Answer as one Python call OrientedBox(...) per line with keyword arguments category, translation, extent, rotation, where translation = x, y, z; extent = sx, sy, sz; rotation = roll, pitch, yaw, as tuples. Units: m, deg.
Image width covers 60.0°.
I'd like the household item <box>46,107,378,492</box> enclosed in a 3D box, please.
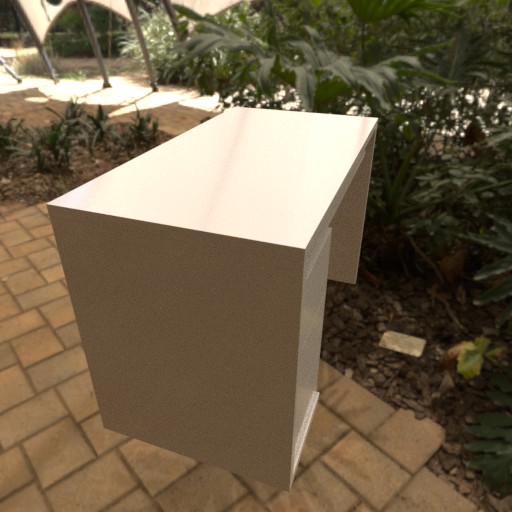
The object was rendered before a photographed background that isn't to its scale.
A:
OrientedBox(category="household item", translation=(0.000, 0.000, 1.536), extent=(0.597, 0.749, 1.100), rotation=(10, 32, 17))
